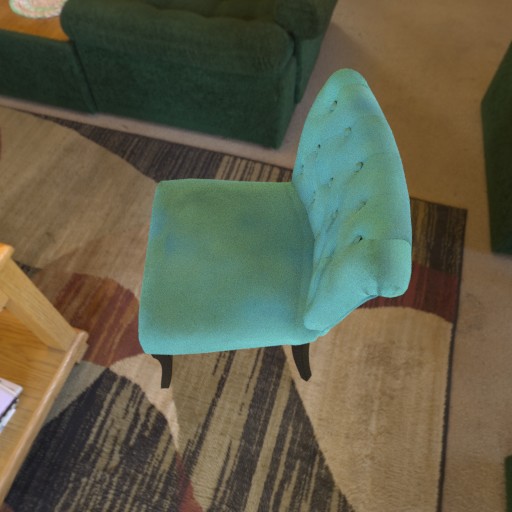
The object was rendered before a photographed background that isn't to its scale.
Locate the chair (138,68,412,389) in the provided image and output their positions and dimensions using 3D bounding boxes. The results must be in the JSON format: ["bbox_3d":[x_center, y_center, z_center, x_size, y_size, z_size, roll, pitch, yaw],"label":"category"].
[{"bbox_3d":[0.000,0.000,1.195,0.605,0.750,0.582,-1,58,-1],"label":"chair"}]
